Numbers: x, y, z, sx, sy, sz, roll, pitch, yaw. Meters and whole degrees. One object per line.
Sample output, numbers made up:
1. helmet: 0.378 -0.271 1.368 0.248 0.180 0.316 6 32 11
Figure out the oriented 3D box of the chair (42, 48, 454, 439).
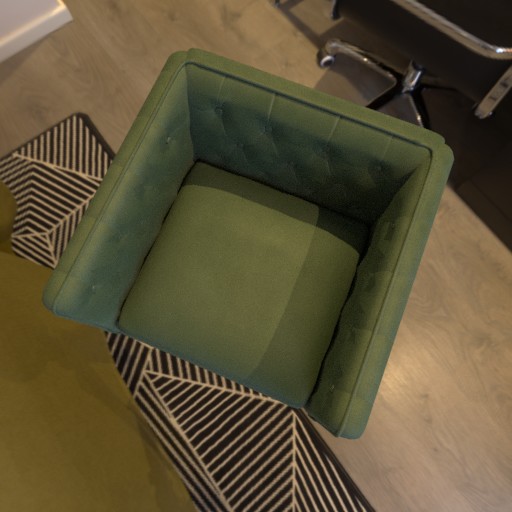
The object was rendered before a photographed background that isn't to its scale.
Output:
1. chair: 0.000 0.000 1.521 0.917 0.768 0.855 22 77 5
